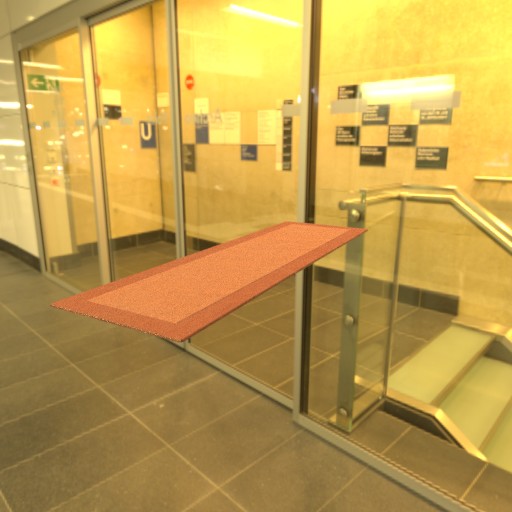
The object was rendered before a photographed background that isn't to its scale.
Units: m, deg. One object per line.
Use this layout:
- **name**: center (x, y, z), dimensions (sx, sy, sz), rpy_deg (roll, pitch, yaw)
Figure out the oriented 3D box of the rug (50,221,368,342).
- **rug**: center (0.000, 0.000, 2.829), dimensions (0.914, 0.013, 2.471), rpy_deg (7, 16, 25)
